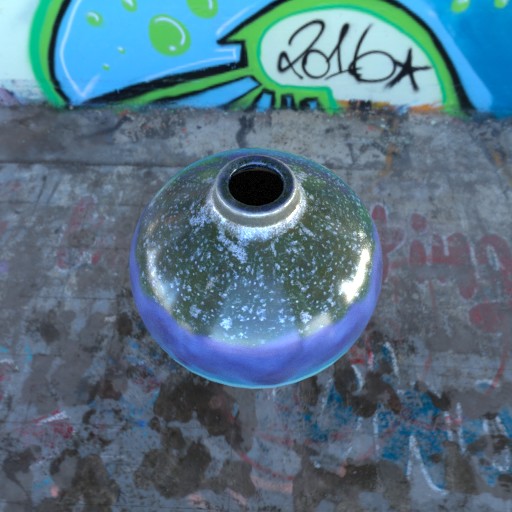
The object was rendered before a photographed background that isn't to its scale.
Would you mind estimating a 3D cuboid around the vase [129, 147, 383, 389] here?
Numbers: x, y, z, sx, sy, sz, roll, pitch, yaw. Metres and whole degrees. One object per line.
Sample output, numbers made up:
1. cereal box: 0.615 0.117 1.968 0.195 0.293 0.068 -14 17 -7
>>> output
1. vase: 0.000 0.000 0.272 0.154 0.133 0.154 0 58 0
